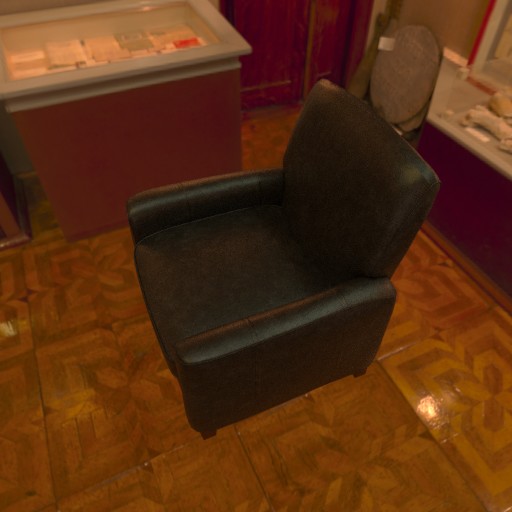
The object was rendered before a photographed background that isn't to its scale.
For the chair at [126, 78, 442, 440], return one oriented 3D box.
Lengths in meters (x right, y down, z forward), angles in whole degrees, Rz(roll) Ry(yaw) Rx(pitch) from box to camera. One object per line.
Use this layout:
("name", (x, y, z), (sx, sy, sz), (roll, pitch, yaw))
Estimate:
("chair", (0.000, 0.000, 1.655), (0.864, 1.014, 0.848), (-17, 49, -15))
